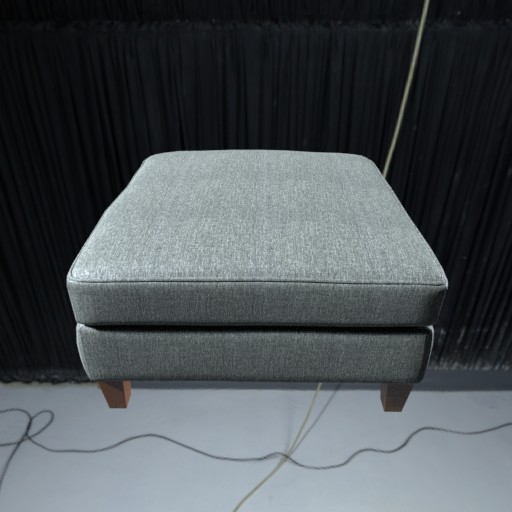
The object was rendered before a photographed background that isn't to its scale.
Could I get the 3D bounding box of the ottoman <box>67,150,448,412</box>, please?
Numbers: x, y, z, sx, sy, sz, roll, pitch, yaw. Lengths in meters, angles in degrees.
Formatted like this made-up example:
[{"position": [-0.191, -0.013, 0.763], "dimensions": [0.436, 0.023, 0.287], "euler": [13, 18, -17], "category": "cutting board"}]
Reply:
[{"position": [0.000, 0.000, 1.364], "dimensions": [0.838, 0.481, 0.838], "euler": [0, 31, 1], "category": "ottoman"}]
